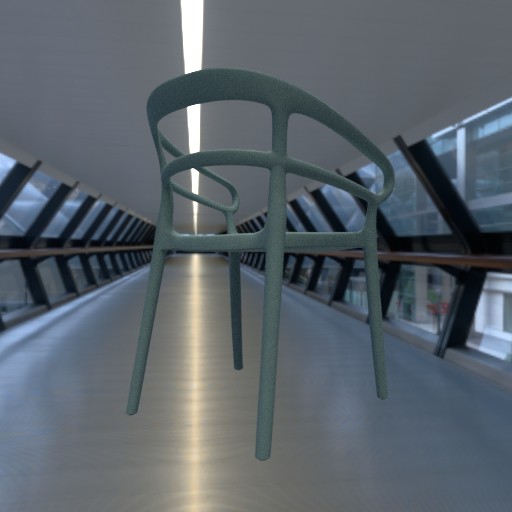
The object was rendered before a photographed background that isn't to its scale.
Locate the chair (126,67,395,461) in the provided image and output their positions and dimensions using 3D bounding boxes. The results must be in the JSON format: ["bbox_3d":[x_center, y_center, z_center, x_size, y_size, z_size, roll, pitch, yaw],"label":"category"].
[{"bbox_3d":[0.000,0.000,1.139,0.559,0.761,0.527,0,0,37],"label":"chair"}]
